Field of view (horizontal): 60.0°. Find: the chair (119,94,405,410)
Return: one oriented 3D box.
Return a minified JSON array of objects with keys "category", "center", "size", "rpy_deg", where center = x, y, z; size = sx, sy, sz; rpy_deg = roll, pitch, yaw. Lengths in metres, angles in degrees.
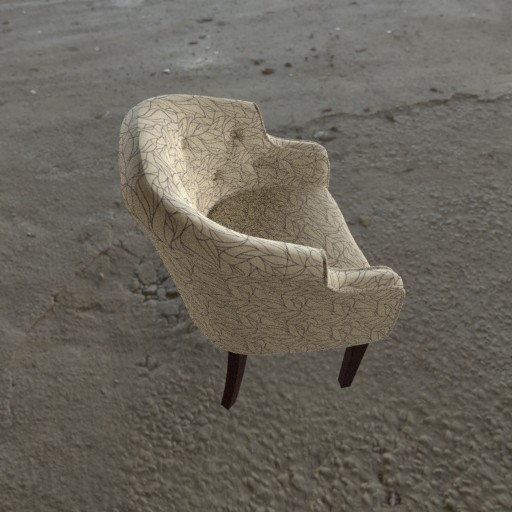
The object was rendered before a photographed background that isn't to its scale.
[{"category":"chair","center":[0.000,0.000,1.289],"size":[0.613,0.858,0.686],"rpy_deg":[-10,48,-9]}]
